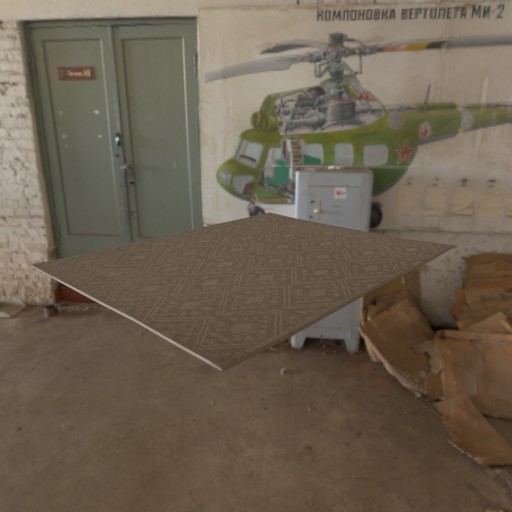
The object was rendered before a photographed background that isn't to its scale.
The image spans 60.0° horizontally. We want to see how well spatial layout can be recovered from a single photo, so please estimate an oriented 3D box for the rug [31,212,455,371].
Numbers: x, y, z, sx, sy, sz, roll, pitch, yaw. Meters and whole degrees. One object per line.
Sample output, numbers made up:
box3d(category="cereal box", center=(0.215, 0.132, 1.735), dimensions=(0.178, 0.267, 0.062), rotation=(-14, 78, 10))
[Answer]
box3d(category="rug", center=(0.000, 0.000, 3.992), dimensions=(2.399, 0.054, 3.011), rotation=(16, 23, 41))
